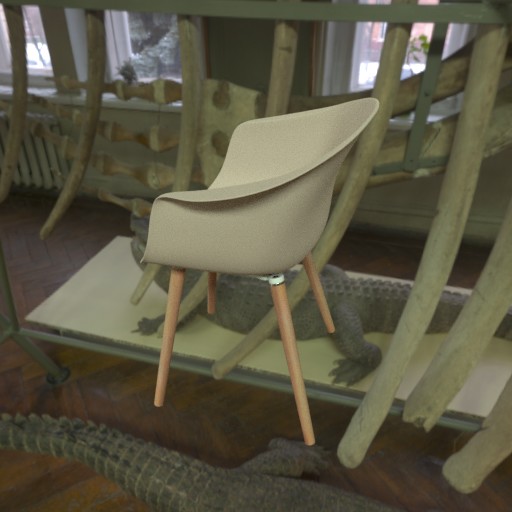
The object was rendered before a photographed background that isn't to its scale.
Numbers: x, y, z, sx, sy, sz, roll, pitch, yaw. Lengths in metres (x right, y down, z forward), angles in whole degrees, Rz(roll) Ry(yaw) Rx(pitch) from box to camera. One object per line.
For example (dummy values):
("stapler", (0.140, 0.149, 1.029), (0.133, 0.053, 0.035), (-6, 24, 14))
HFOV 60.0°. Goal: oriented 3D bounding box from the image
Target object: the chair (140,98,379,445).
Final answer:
("chair", (0.000, 0.000, 1.135), (0.504, 0.781, 0.593), (8, 32, 13))
